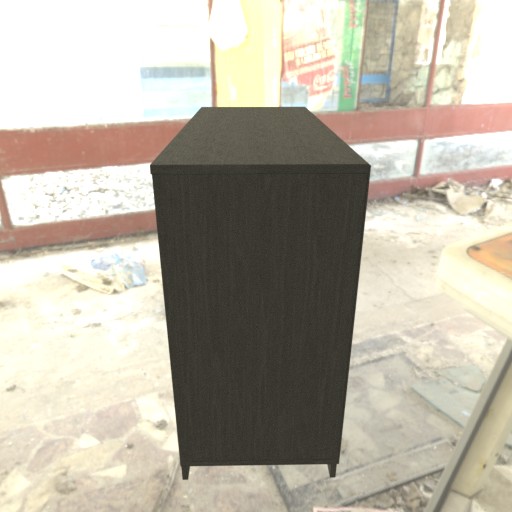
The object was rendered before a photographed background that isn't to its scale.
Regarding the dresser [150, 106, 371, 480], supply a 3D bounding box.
[{"bbox_3d":[0.000,0.000,1.428,0.404,0.816,0.994,0,24,-1],"label":"dresser"}]
